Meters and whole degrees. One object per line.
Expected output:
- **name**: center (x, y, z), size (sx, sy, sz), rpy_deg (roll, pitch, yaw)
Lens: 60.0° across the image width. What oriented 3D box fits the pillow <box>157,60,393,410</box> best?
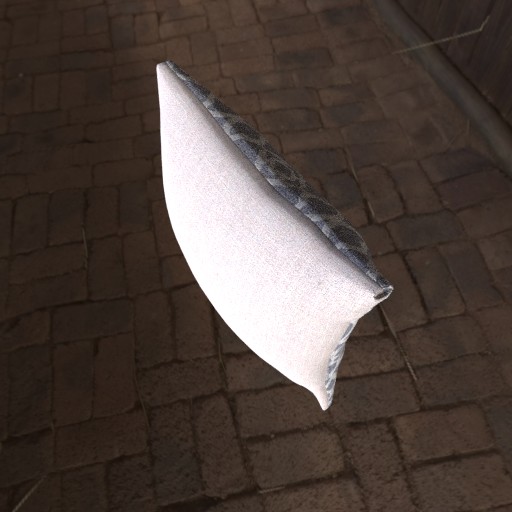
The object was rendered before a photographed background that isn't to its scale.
- **pillow**: center (0.000, 0.000, 0.797), size (0.215, 0.498, 0.508), rpy_deg (-31, 63, -18)
